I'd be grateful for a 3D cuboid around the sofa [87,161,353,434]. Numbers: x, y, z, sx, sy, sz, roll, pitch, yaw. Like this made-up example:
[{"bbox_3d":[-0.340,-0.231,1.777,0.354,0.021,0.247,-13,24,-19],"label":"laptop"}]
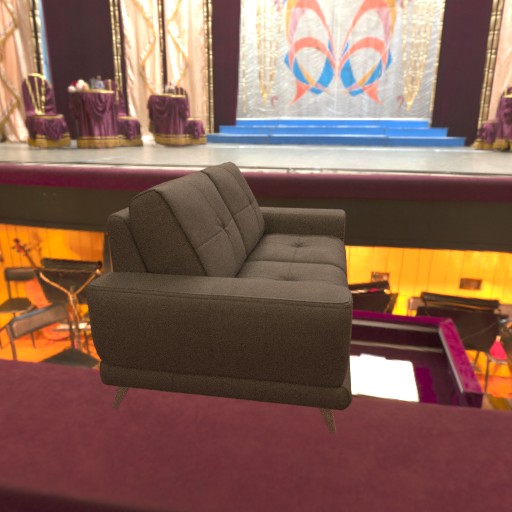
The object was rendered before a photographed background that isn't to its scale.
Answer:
[{"bbox_3d":[0.000,0.000,2.429,1.018,0.907,1.806,3,17,10],"label":"sofa"}]
